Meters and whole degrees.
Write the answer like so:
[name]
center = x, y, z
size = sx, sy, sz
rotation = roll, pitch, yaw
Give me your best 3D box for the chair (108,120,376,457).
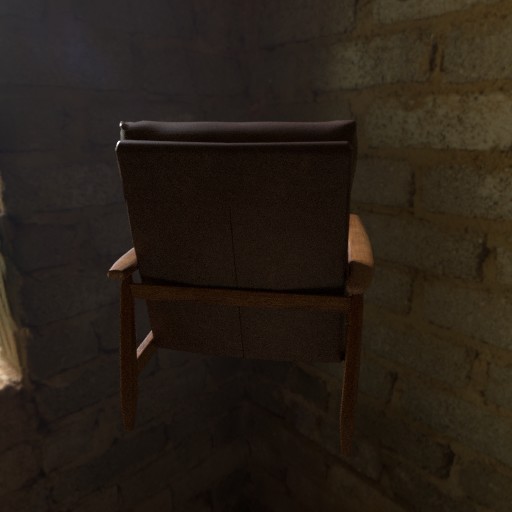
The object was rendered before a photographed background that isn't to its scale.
[chair]
center = 0.000, 0.000, 1.538
size = 0.782, 0.897, 0.830
rotation = 3, 17, 9
